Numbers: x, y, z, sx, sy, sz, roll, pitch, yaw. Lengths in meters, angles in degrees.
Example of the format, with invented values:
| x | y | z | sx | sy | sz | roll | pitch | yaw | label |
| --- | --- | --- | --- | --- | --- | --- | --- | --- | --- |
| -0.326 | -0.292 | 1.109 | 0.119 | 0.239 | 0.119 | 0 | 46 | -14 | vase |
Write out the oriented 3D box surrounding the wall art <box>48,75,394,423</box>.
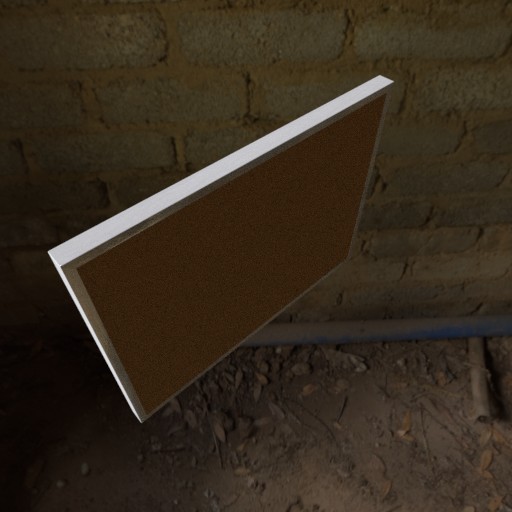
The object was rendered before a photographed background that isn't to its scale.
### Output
| x | y | z | sx | sy | sz | roll | pitch | yaw | label |
| --- | --- | --- | --- | --- | --- | --- | --- | --- | --- |
| 0.000 | 0.000 | 1.371 | 1.041 | 0.787 | 0.053 | -34 | 57 | -26 | wall art |
